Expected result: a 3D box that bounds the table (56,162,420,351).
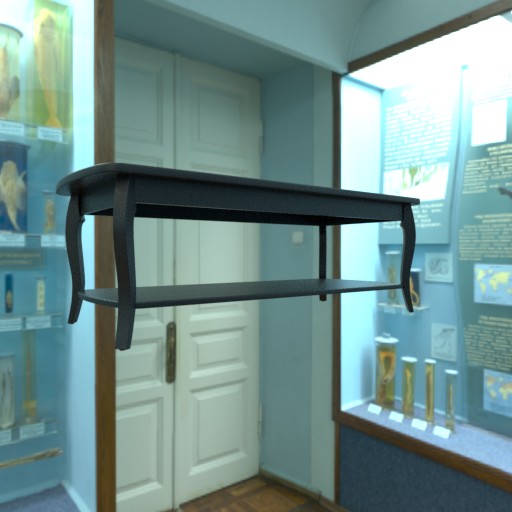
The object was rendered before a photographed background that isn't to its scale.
[{"bbox_3d":[0.000,0.000,1.641,1.333,0.457,0.571,0,1,-36],"label":"table"}]
